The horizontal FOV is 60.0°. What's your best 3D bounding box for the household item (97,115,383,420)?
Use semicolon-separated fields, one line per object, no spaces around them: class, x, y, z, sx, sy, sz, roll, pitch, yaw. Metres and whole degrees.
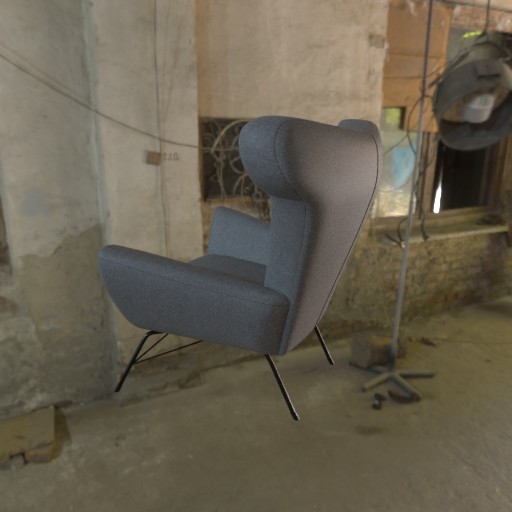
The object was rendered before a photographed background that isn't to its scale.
household item;0.000;0.000;1.764;0.900;1.050;0.980;8;18;25
